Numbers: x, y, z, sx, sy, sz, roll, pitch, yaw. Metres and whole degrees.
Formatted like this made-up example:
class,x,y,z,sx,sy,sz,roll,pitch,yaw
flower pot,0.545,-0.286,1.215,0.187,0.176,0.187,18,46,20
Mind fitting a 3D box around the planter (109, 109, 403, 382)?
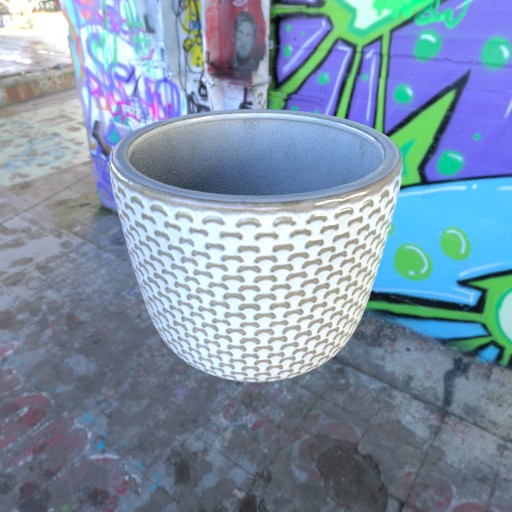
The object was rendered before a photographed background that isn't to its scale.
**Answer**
class,x,y,z,sx,sy,sz,roll,pitch,yaw
planter,0.000,0.000,0.308,0.173,0.160,0.173,0,32,0
